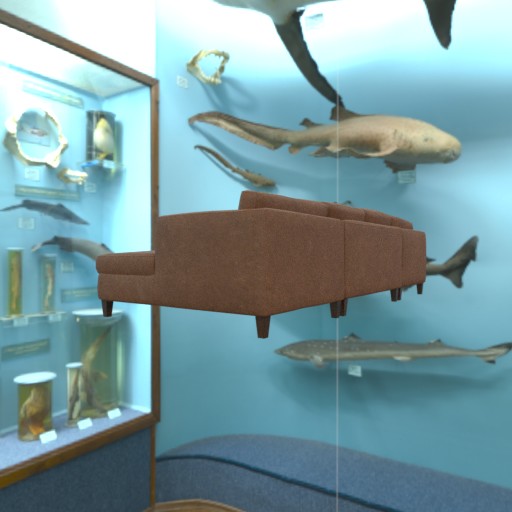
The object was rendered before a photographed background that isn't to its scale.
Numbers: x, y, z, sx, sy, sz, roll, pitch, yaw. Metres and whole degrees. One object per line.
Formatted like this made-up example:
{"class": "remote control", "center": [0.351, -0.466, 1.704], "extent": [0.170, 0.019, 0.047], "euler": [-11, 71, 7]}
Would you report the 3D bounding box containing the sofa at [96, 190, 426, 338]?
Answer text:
{"class": "sofa", "center": [0.000, 0.000, 4.638], "extent": [2.593, 0.923, 3.460], "euler": [0, 1, 35]}
